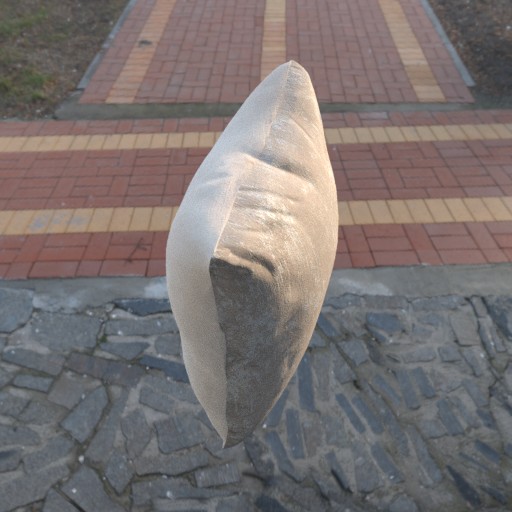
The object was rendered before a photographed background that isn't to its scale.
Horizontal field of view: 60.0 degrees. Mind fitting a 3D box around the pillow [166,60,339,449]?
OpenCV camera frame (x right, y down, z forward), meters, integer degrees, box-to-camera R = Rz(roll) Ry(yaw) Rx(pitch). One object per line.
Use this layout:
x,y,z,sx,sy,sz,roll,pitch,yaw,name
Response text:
0.000,0.000,0.705,0.245,0.448,0.450,11,47,10,pillow
